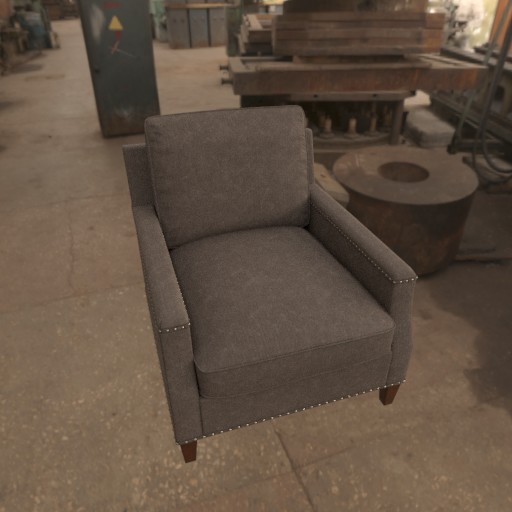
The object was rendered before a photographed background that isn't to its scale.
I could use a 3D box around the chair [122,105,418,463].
[{"bbox_3d":[0.000,0.000,1.716,0.853,0.948,1.014,-10,33,-15],"label":"chair"}]
